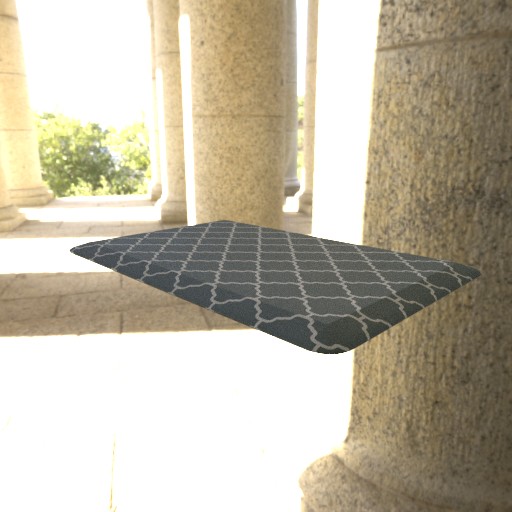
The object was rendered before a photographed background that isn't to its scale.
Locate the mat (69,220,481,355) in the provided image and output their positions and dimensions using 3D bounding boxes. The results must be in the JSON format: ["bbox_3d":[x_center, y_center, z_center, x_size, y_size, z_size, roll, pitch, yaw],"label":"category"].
[{"bbox_3d":[0.000,0.000,0.944,0.762,0.021,0.508,14,20,43],"label":"mat"}]
